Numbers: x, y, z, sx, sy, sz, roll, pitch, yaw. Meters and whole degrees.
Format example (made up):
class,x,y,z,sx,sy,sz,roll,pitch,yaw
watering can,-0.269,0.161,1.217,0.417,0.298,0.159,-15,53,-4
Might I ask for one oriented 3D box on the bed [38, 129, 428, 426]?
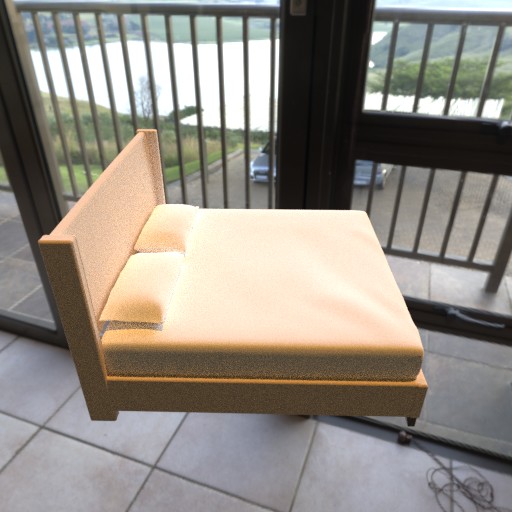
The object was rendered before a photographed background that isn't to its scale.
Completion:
class,x,y,z,sx,sy,sz,roll,pitch,yaw
bed,0.000,0.000,3.638,2.293,1.471,2.145,1,32,1
